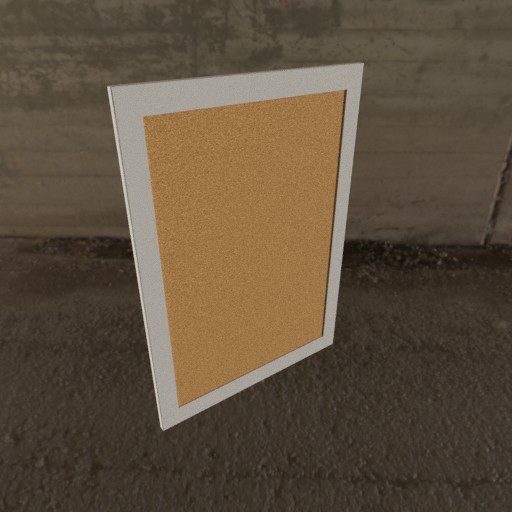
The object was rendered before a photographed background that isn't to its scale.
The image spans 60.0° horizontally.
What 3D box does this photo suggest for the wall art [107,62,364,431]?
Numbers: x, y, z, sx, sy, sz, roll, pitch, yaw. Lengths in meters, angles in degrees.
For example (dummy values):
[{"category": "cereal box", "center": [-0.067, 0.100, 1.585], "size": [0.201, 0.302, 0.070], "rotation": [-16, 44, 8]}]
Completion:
[{"category": "wall art", "center": [0.000, 0.000, 0.686], "size": [0.374, 0.529, 0.012], "rotation": [-19, 35, -30]}]
